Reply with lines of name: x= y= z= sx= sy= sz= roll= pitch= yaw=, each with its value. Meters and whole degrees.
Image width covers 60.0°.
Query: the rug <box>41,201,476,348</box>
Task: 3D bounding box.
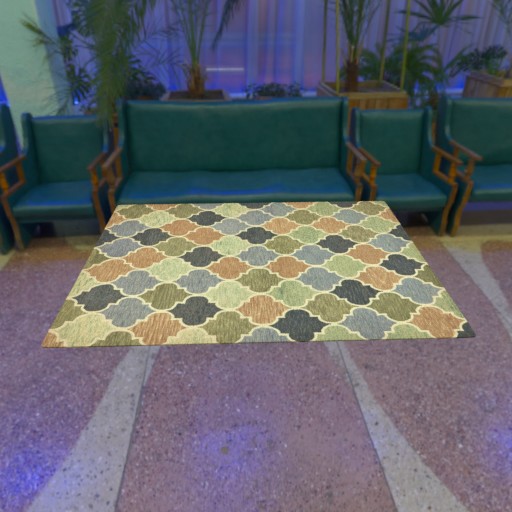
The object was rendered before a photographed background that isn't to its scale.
rug: x=0.000 y=0.000 z=4.280 sx=3.200 sy=0.013 sz=2.439 roll=-1 pitch=31 yaw=-2
